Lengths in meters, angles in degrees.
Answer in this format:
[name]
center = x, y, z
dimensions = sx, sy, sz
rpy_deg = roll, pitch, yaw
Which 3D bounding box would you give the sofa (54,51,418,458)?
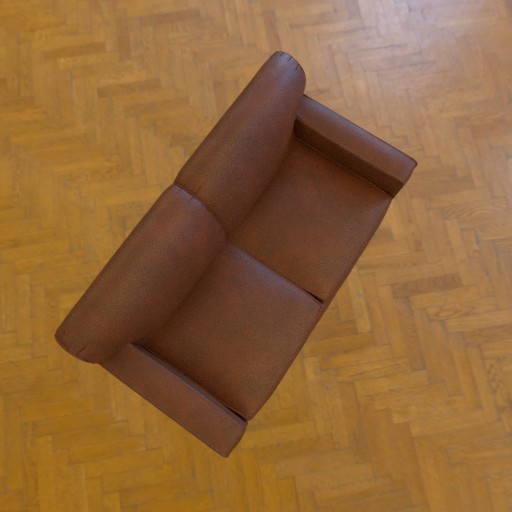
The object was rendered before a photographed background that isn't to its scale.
[sofa]
center = 0.000, 0.000, 2.465
dimensions = 1.000, 0.966, 1.856
rpy_deg = 33, 78, 8
